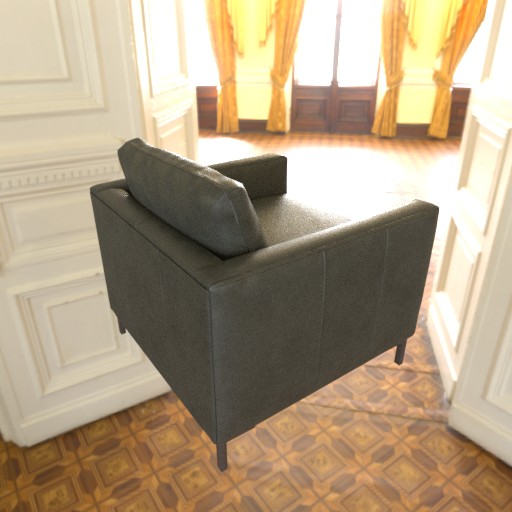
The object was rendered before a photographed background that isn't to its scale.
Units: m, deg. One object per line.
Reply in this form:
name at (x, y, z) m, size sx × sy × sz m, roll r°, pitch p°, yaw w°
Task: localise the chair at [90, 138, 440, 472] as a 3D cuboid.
chair at (0.000, 0.000, 1.546) m, size 0.861 × 0.824 × 0.967 m, roll -18°, pitch 32°, yaw -31°
